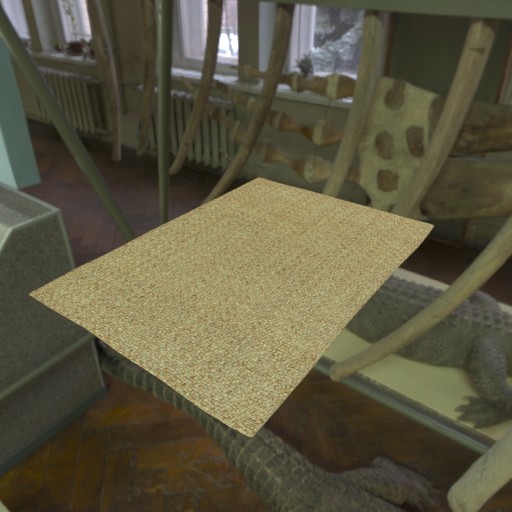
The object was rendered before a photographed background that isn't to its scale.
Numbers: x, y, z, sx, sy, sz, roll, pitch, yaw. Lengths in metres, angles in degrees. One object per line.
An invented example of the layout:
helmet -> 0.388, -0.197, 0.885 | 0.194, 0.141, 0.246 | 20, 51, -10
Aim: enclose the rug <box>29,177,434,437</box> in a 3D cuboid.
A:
rug -> 0.000, 0.000, 2.777 | 1.566, 0.013, 2.141 | 21, 38, 30
